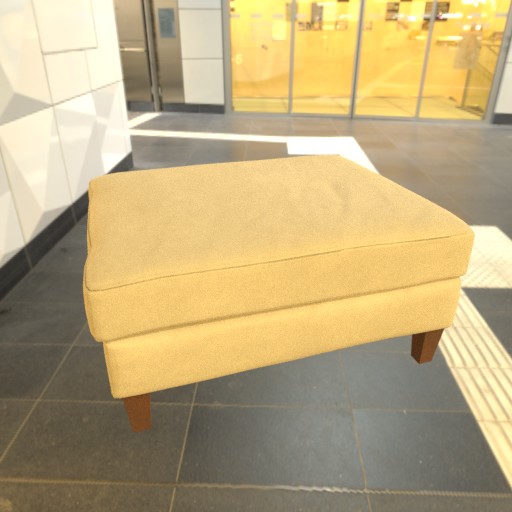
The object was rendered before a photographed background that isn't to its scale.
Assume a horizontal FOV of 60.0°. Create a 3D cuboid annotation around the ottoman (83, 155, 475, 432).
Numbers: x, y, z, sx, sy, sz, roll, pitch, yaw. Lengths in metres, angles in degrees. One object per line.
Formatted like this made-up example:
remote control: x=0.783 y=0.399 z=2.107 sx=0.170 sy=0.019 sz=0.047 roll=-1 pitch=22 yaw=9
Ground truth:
ottoman: x=0.000 y=0.000 z=1.456 sx=1.002 sy=0.492 sz=0.836 roll=-8 pitch=29 yaw=-16
